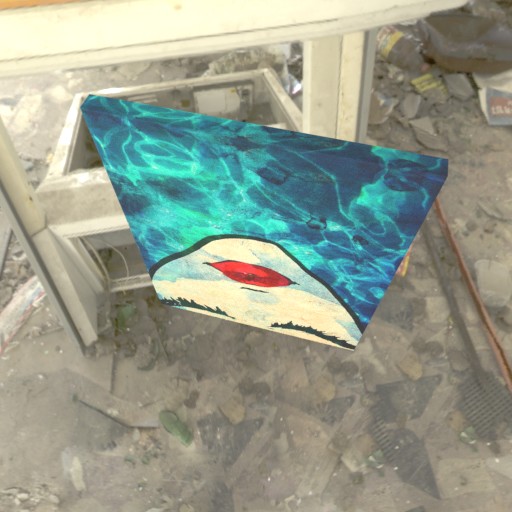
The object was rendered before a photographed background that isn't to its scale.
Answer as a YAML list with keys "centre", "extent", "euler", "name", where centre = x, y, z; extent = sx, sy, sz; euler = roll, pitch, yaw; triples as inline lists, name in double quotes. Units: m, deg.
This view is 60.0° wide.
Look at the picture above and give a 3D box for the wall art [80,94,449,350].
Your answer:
- centre: [0.000, 0.000, 1.043]
  extent: [0.609, 0.760, 0.038]
  euler: [13, 59, 8]
  name: "wall art"
